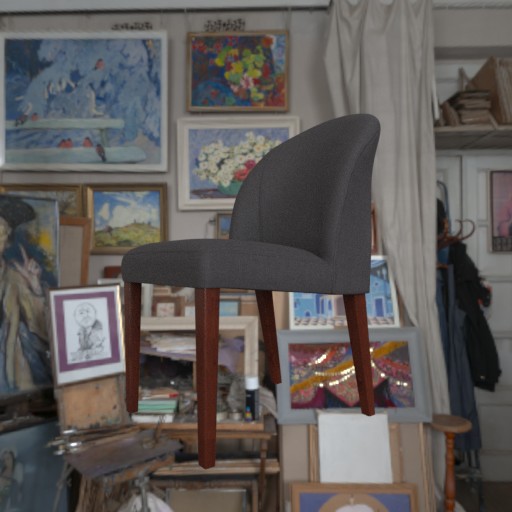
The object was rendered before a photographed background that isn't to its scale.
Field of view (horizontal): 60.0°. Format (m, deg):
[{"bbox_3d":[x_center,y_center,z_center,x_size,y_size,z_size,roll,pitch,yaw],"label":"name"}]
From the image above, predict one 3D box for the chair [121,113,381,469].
[{"bbox_3d":[0.000,0.000,1.244,0.619,0.879,0.506,1,-1,-36],"label":"chair"}]
